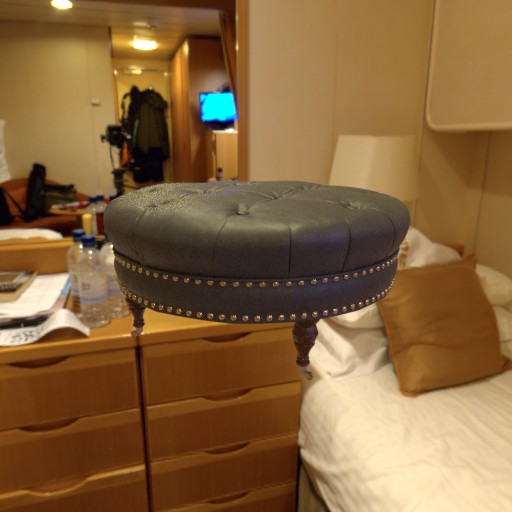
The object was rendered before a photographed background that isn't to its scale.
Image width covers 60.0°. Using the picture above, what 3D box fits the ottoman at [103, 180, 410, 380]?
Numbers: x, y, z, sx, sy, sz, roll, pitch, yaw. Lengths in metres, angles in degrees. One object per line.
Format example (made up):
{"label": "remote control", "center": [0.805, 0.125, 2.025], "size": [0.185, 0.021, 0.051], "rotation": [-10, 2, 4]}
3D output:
{"label": "ottoman", "center": [0.000, 0.000, 1.403], "size": [0.901, 0.439, 0.901], "rotation": [0, 15, 0]}
